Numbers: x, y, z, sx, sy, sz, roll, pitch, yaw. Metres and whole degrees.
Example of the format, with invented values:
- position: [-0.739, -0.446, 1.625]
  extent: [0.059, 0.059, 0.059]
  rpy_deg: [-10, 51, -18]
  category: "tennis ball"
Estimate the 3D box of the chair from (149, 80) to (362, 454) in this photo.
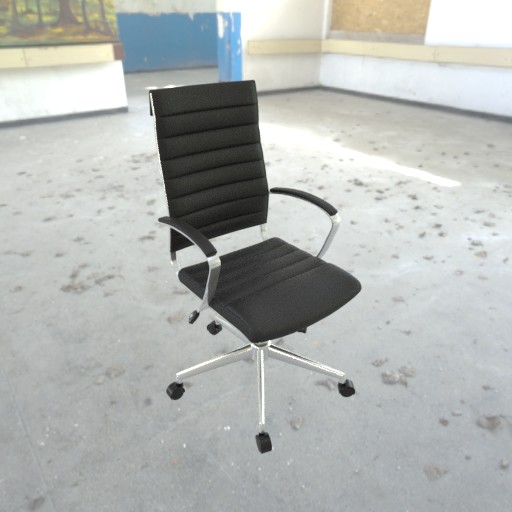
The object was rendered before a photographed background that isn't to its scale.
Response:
- position: [0.000, 0.000, 1.668]
  extent: [0.766, 1.149, 0.739]
  rpy_deg: [-20, 34, -32]
  category: "chair"
